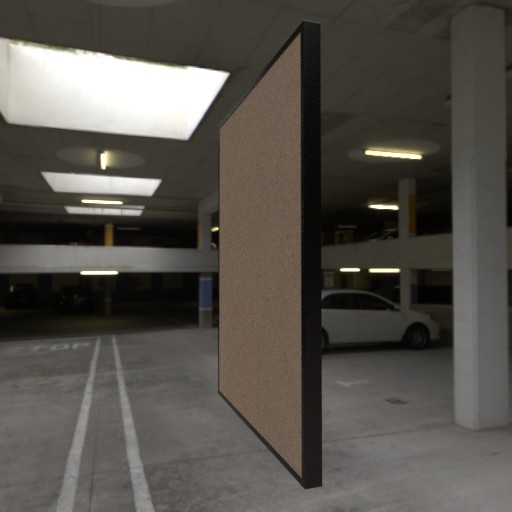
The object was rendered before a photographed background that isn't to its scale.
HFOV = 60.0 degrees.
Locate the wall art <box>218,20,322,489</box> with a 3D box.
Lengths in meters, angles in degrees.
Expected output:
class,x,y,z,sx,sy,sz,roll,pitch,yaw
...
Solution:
class,x,y,z,sx,sy,sz,roll,pitch,yaw
wall art,0.000,0.000,1.366,0.043,1.046,0.788,1,-2,-19
